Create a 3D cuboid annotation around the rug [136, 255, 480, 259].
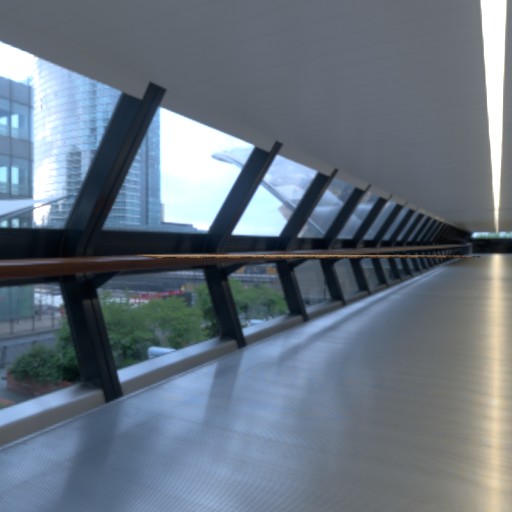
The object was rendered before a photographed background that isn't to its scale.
[{"bbox_3d":[0.000,0.000,3.055,1.516,0.010,2.434,0,0,-17],"label":"rug"}]
